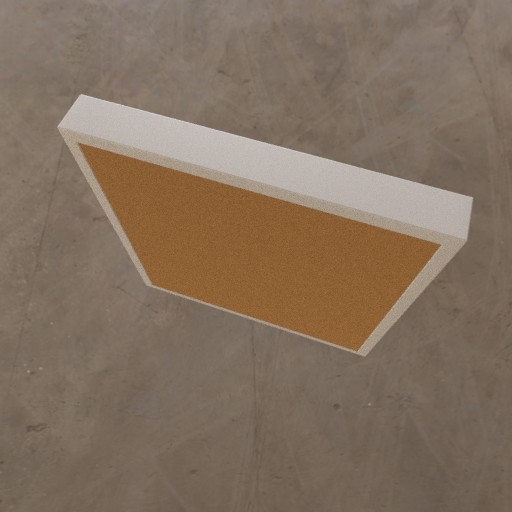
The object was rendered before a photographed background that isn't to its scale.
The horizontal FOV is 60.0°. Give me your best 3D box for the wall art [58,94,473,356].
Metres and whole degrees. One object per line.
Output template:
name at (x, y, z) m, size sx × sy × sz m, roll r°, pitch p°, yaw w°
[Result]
wall art at (0.000, 0.000, 0.456) m, size 0.305 × 0.305 × 0.037 m, roll 17°, pitch 64°, yaw 8°
